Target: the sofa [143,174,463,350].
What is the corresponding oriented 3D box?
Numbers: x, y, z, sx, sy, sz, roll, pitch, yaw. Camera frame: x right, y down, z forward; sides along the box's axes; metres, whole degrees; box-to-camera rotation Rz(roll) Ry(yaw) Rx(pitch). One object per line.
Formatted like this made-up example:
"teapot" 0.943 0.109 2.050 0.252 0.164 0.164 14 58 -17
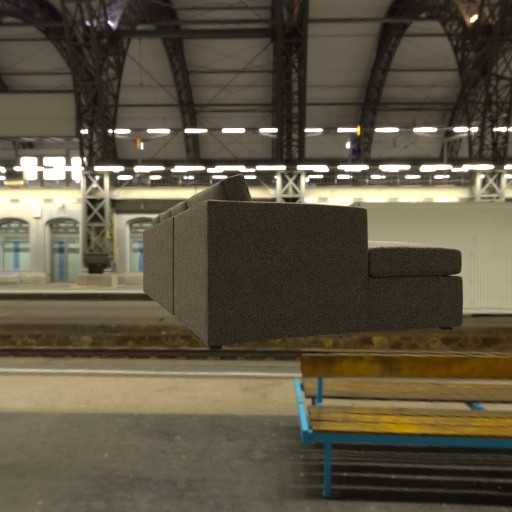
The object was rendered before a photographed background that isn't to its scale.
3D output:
"sofa" 0.000 0.000 3.916 1.650 0.922 3.205 0 0 -20
